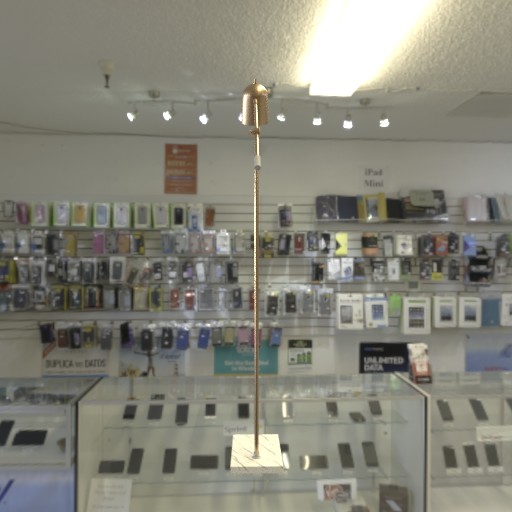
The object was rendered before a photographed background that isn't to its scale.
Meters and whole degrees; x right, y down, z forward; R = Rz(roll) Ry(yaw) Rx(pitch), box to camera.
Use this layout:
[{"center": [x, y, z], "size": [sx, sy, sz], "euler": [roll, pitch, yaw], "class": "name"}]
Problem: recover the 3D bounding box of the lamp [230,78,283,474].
[{"center": [0.000, 0.000, 1.811], "size": [0.194, 1.594, 0.653], "euler": [0, 0, -1], "class": "lamp"}]
